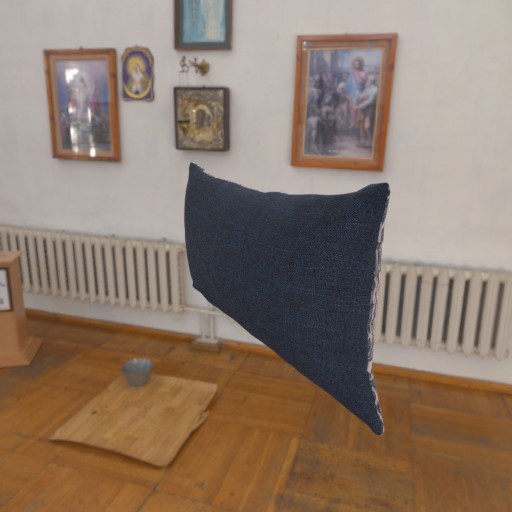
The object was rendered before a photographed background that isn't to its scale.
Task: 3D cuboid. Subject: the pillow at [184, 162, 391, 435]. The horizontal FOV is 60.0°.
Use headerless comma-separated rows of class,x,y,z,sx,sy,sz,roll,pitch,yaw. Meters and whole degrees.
pillow,0.000,0.000,0.749,0.148,0.292,0.631,-7,16,-27
